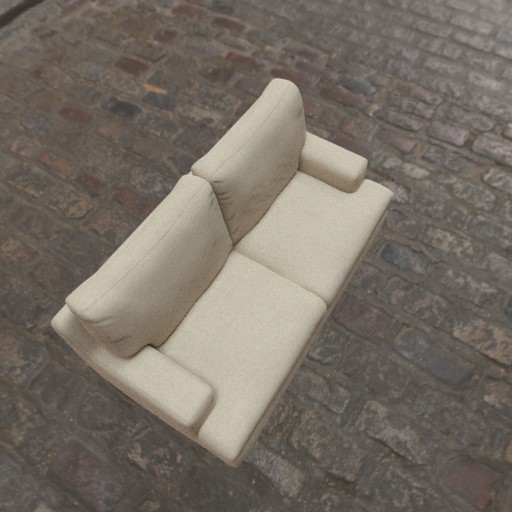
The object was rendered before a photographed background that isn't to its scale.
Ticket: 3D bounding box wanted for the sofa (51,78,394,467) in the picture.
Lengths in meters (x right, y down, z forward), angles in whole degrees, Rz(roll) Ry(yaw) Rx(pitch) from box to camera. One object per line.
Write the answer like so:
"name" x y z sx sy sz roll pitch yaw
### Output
"sofa" 0.000 0.000 2.443 0.962 0.967 1.885 28 63 16
